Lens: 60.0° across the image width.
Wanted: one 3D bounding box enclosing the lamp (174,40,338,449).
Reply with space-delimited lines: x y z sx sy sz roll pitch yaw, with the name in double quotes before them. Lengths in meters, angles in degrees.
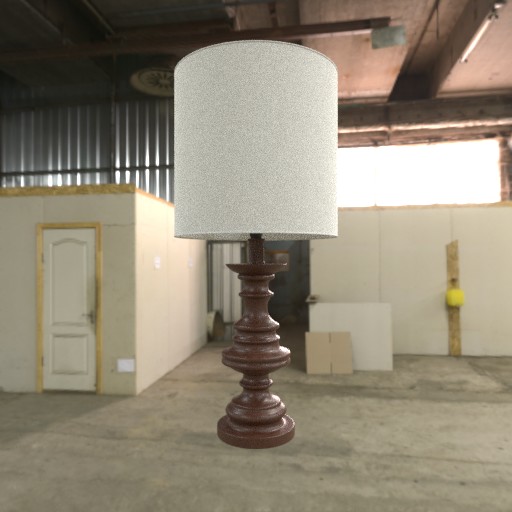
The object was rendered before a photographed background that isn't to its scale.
"lamp" 0.000 0.000 0.572 0.208 0.455 0.208 0 0 37
